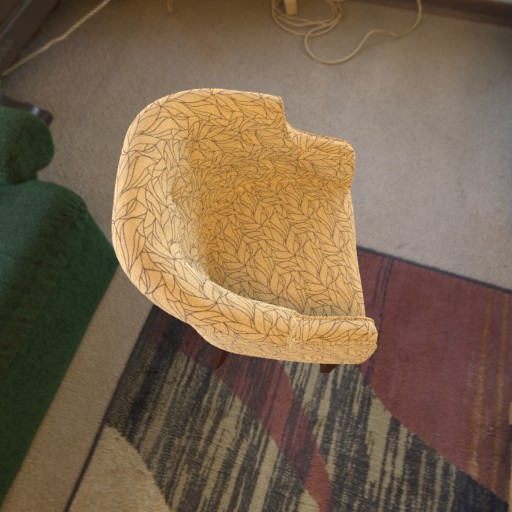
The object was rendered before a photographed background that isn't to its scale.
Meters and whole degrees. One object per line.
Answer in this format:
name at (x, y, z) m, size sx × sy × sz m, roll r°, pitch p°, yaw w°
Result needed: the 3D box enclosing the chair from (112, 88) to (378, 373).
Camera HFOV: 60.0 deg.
chair at (0.000, 0.000, 1.313) m, size 0.613 × 0.858 × 0.686 m, roll 0°, pitch 64°, yaw 0°
